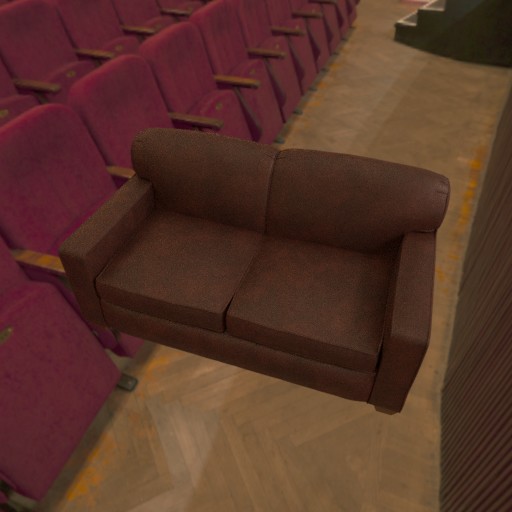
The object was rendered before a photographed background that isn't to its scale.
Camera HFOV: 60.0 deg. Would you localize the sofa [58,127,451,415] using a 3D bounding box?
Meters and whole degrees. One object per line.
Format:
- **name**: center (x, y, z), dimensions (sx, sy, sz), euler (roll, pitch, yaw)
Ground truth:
- **sofa**: center (0.000, 0.000, 2.463), dimensions (1.856, 0.966, 1.000), euler (13, 43, 14)
